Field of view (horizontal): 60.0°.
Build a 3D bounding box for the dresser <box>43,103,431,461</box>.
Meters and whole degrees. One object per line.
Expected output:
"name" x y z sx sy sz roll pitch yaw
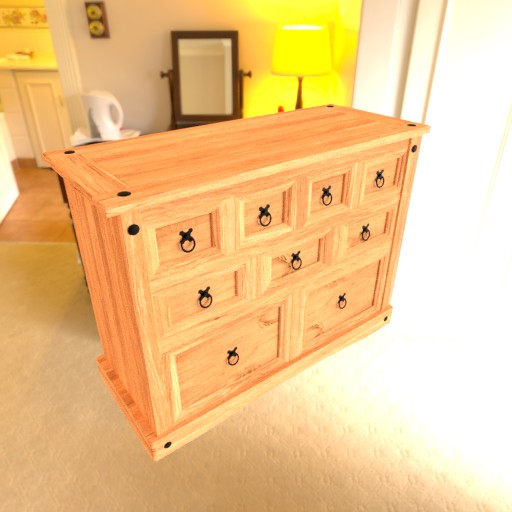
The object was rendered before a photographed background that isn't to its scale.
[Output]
"dresser" 0.000 0.000 1.376 0.990 0.740 0.410 -21 36 -31
